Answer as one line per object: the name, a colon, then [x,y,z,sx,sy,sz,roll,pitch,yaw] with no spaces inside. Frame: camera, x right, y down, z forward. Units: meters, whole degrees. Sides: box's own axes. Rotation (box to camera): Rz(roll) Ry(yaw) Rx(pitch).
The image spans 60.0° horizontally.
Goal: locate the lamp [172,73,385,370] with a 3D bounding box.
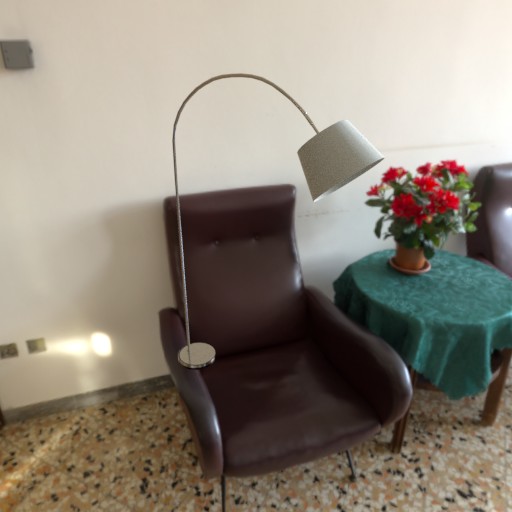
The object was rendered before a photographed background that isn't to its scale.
lamp: [0.000,0.000,2.758,1.445,2.098,0.406,17,30,32]
